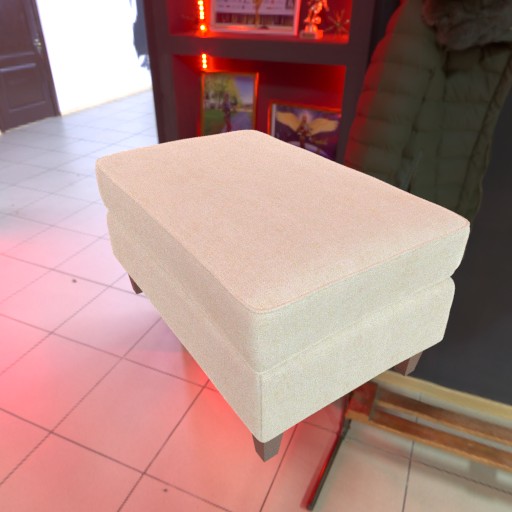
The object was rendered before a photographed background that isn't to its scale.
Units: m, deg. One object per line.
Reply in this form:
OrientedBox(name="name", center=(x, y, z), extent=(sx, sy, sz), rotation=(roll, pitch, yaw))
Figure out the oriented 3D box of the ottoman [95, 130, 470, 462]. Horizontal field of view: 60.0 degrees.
OrientedBox(name="ottoman", center=(0.000, 0.000, 1.208), extent=(0.583, 0.484, 0.862), rotation=(-19, 36, -29))
